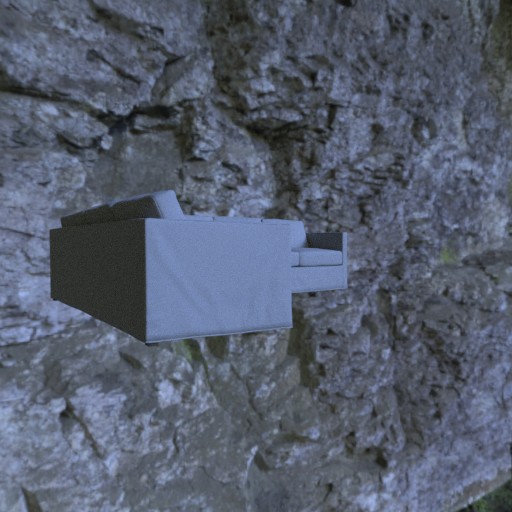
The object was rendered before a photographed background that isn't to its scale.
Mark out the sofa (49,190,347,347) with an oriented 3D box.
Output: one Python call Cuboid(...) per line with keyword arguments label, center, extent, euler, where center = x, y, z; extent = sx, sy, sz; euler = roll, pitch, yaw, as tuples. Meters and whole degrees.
Cuboid(label="sofa", center=(0.000, 0.000, 4.216), extent=(3.182, 0.871, 2.432), euler=(-1, 2, -36))
